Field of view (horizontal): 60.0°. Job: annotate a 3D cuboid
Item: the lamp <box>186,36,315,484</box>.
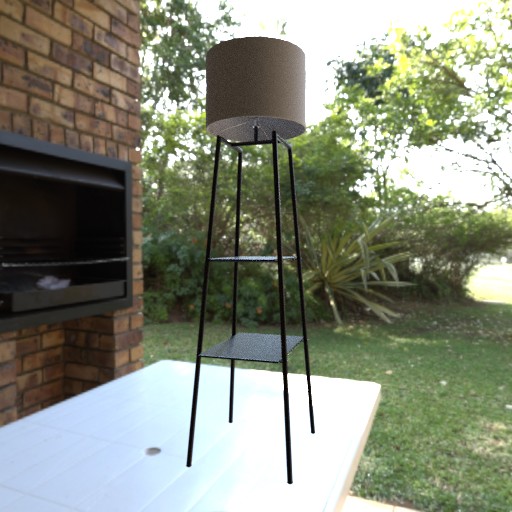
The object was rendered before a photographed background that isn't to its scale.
[{"bbox_3d":[0.000,0.000,1.679,0.384,1.474,0.427,0,1,18],"label":"lamp"}]
